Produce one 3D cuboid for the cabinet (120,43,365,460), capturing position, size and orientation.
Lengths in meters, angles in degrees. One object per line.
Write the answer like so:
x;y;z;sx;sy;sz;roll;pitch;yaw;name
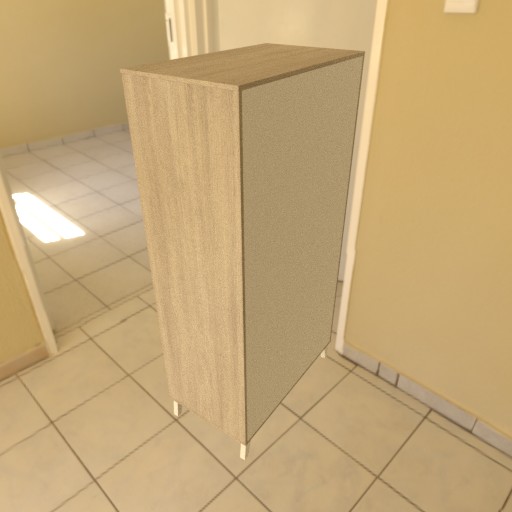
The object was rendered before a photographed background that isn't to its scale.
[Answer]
0.000;0.000;2.438;0.571;1.999;1.006;20;37;29;cabinet
